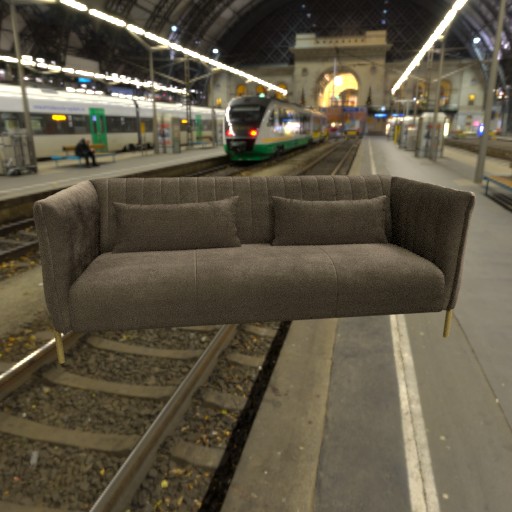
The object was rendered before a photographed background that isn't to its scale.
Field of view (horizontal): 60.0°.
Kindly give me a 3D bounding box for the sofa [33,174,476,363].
[{"bbox_3d":[0.000,0.000,2.394,1.980,0.780,0.876,-2,16,-7],"label":"sofa"}]
